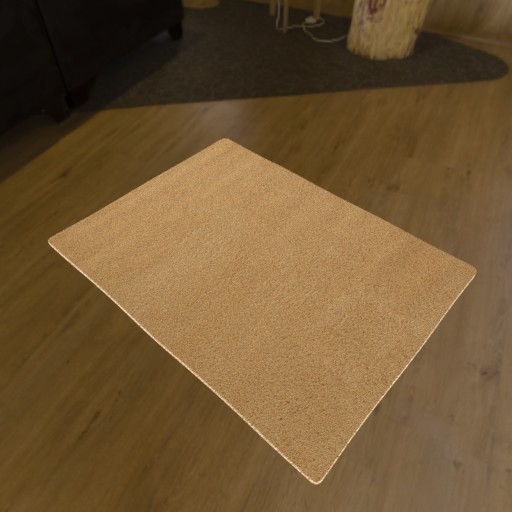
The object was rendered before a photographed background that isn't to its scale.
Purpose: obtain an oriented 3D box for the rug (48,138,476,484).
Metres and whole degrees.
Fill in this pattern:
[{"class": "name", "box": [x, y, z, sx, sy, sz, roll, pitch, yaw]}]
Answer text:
[{"class": "rug", "box": [0.000, 0.000, 2.046, 1.600, 0.025, 1.199, 34, 55, 27]}]
